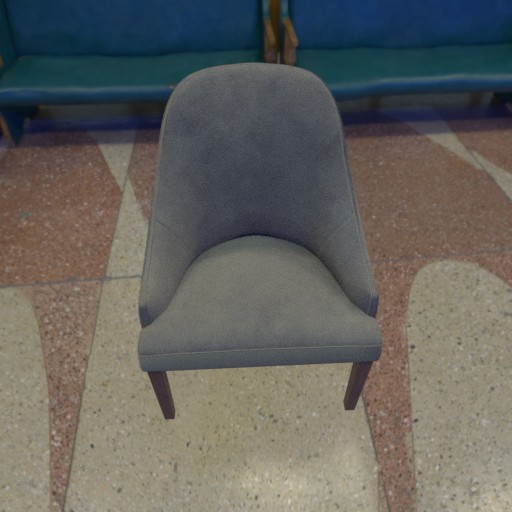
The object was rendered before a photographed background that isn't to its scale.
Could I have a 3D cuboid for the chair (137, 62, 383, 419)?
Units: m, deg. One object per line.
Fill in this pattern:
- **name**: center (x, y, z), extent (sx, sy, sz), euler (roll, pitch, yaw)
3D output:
- **chair**: center (0.000, 0.000, 1.280), extent (0.643, 0.889, 0.575), euler (-2, 45, -2)
